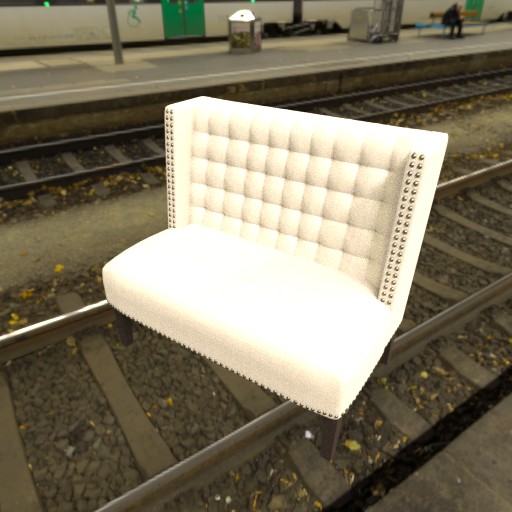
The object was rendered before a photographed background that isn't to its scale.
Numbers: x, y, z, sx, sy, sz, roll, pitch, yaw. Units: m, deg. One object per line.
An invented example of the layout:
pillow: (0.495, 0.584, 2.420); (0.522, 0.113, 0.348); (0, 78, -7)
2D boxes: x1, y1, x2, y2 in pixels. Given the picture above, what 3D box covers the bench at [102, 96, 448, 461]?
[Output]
bench: (0.000, 0.000, 2.020); (1.280, 1.123, 0.847); (19, 36, 29)
